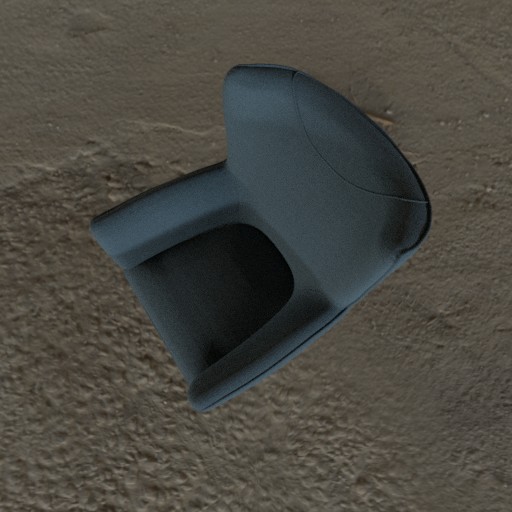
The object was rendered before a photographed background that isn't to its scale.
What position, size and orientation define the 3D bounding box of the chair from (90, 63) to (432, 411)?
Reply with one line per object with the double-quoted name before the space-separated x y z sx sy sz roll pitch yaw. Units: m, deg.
"chair" 0.000 0.000 1.579 0.888 0.933 0.781 -31 68 -14
